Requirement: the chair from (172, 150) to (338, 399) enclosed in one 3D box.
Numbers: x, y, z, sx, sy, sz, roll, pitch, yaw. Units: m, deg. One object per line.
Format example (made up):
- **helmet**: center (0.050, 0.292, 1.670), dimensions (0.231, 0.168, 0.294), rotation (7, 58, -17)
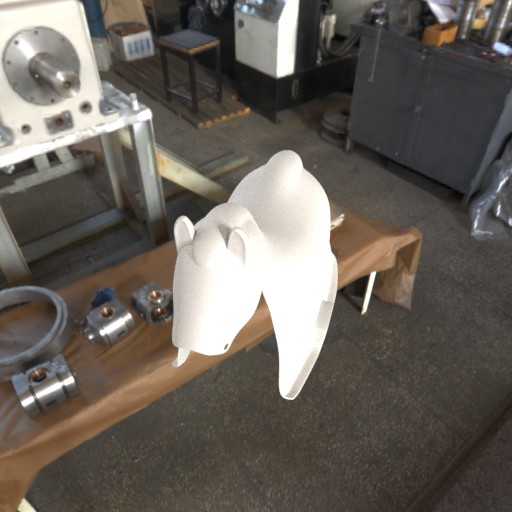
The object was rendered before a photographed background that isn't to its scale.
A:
- **chair**: center (0.000, 0.000, 1.168), dimensions (0.429, 0.612, 0.800), rotation (12, 43, 13)
